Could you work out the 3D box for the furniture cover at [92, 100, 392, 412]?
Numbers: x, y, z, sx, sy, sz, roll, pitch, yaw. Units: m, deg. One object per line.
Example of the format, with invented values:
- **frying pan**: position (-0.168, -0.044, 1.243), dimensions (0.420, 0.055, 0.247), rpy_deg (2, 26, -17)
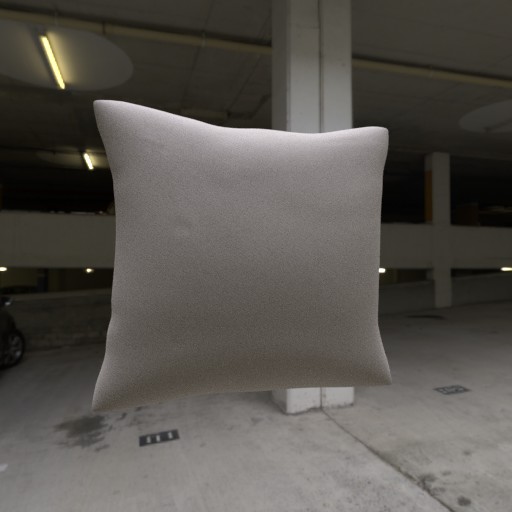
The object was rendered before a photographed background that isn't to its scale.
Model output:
- **furniture cover**: position (0.000, 0.000, 0.794), dimensions (0.552, 0.509, 0.193), rpy_deg (0, -1, -16)
